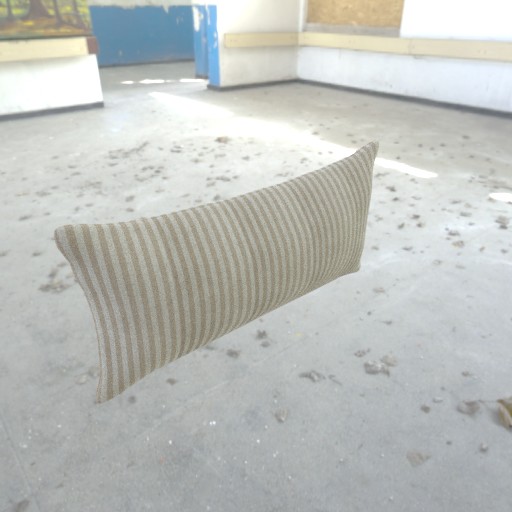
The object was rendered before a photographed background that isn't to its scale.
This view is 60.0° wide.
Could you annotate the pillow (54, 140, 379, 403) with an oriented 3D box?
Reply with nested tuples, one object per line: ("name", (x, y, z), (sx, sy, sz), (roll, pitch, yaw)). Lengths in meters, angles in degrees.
("pillow", (0.000, 0.000, 0.762), (0.617, 0.295, 0.151), (-22, 36, -34))
